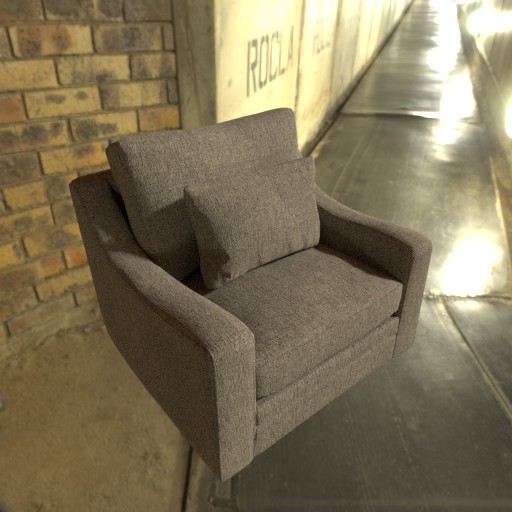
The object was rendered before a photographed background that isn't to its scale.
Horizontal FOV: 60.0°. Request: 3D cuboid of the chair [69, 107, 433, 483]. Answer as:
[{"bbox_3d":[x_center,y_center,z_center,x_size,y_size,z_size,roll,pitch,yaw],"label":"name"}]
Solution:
[{"bbox_3d":[0.000,0.000,1.886,1.138,1.037,1.009,-22,37,-33],"label":"chair"}]
